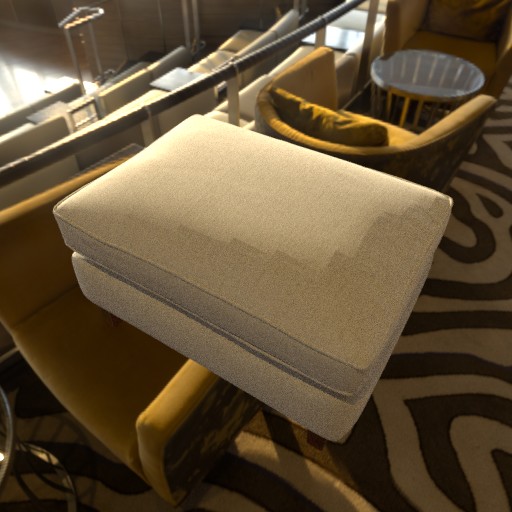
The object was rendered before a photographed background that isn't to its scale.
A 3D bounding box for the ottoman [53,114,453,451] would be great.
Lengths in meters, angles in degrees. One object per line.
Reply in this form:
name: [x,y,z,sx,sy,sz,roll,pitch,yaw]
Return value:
ottoman: [0.000,0.000,0.961,0.665,0.406,0.501,24,50,22]
